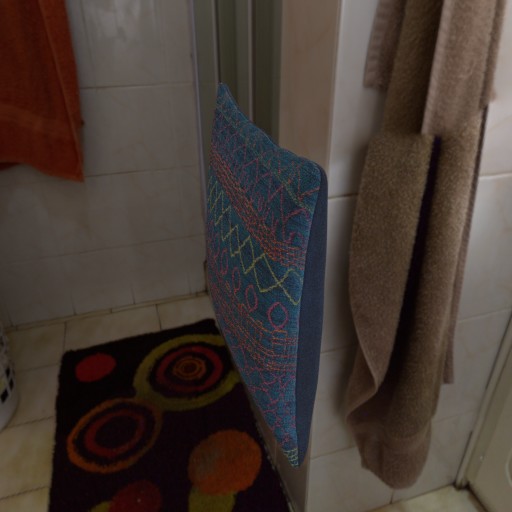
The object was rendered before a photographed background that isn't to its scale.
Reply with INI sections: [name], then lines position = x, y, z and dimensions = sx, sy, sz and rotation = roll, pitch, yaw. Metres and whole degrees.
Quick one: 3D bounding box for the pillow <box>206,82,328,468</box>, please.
[pillow]
position = 0.000, 0.000, 0.669
dimensions = 0.141, 0.431, 0.431
rotation = -8, 31, -13
